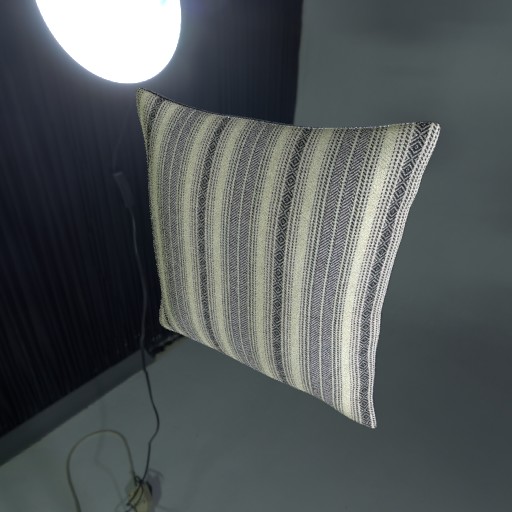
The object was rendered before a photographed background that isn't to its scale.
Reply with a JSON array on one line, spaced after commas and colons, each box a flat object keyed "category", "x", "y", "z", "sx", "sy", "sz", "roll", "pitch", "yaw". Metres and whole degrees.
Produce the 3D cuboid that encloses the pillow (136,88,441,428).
[{"category": "pillow", "x": 0.000, "y": 0.000, "z": 0.765, "sx": 0.520, "sy": 0.508, "sz": 0.166, "roll": 18, "pitch": 33, "yaw": 30}]
